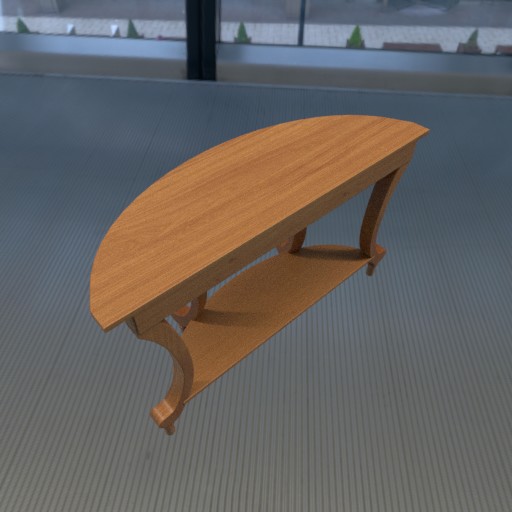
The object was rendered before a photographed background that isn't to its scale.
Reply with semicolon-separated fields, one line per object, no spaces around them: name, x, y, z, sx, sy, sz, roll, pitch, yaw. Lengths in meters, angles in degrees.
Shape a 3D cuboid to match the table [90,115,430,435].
table;0.000;0.000;1.546;1.198;0.692;0.394;-33;54;-28
